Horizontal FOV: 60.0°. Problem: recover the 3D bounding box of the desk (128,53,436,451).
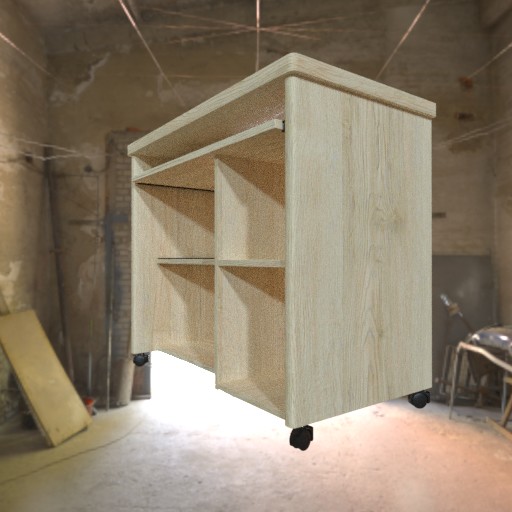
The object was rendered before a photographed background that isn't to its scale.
[{"bbox_3d":[0.000,0.000,1.333,0.480,0.770,0.885,0,0,-36],"label":"desk"}]
